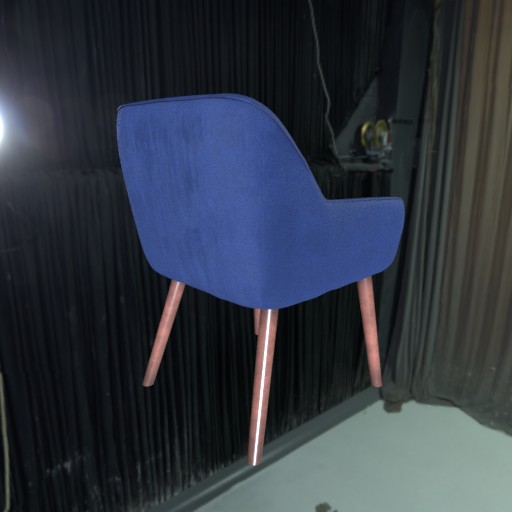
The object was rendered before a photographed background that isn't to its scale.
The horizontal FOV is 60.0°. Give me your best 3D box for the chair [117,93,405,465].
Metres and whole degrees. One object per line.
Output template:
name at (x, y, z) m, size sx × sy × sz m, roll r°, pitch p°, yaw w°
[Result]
chair at (0.000, 0.000, 1.263) m, size 0.600 × 0.820 × 0.600 m, roll -14°, pitch 20°, yaw -42°
